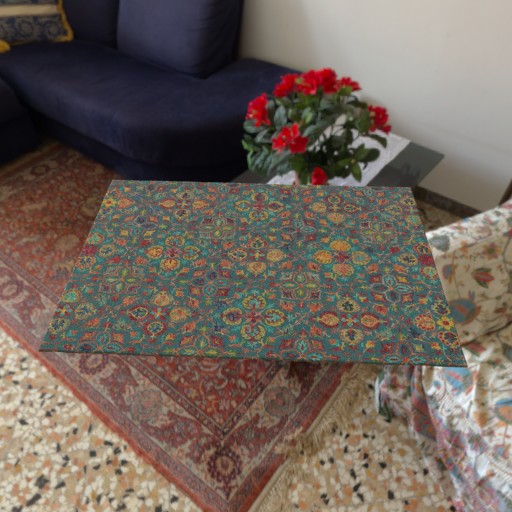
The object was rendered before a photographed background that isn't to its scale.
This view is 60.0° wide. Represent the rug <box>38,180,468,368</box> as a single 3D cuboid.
[{"bbox_3d":[0.000,0.000,2.304,1.836,0.014,1.216,2,47,2],"label":"rug"}]
